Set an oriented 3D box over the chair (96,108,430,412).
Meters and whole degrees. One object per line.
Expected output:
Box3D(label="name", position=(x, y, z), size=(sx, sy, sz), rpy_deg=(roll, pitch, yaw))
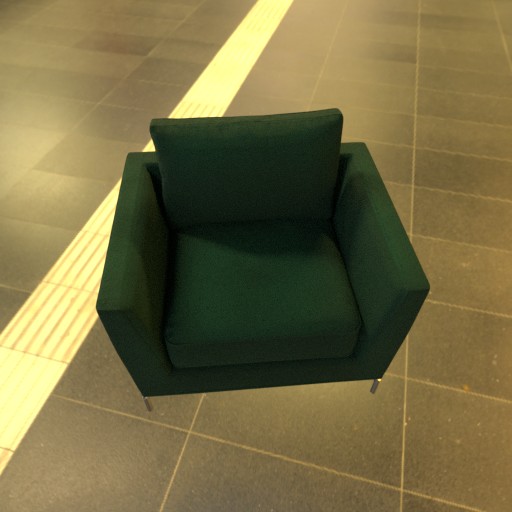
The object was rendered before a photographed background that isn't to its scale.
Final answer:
Box3D(label="chair", position=(0.000, 0.000, 1.820), size=(1.047, 0.997, 0.852), rpy_deg=(-3, 47, -3))
